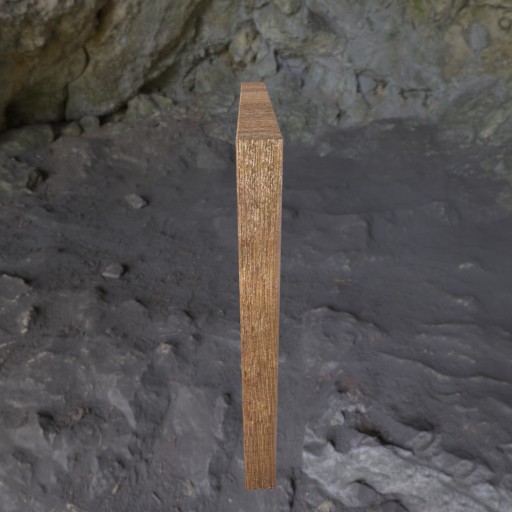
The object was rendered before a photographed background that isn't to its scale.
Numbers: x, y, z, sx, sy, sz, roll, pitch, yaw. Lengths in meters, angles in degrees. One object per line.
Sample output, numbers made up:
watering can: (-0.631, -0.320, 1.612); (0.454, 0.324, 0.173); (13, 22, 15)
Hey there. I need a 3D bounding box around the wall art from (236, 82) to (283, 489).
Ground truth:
wall art: (0.000, 0.000, 0.604); (0.039, 0.403, 0.406); (-1, 27, -1)
